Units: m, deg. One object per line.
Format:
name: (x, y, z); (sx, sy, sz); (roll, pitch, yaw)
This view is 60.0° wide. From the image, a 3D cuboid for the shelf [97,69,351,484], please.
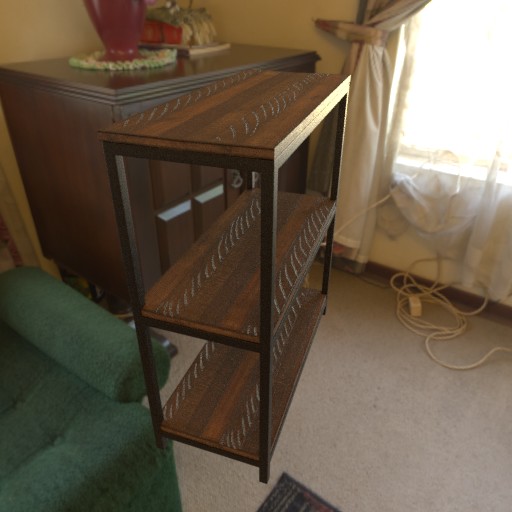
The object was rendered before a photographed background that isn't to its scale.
shelf: (0.000, 0.000, 1.367); (0.352, 0.947, 0.822); (10, 32, 16)
